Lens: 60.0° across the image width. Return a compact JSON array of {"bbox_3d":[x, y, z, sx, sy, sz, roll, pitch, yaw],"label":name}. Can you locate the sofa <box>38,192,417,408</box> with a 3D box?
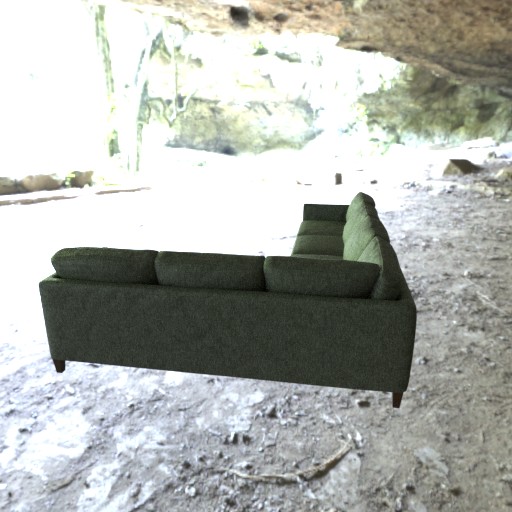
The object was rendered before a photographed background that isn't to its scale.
[{"bbox_3d":[0.000,0.000,4.485,2.593,0.947,3.302,3,18,9],"label":"sofa"}]
